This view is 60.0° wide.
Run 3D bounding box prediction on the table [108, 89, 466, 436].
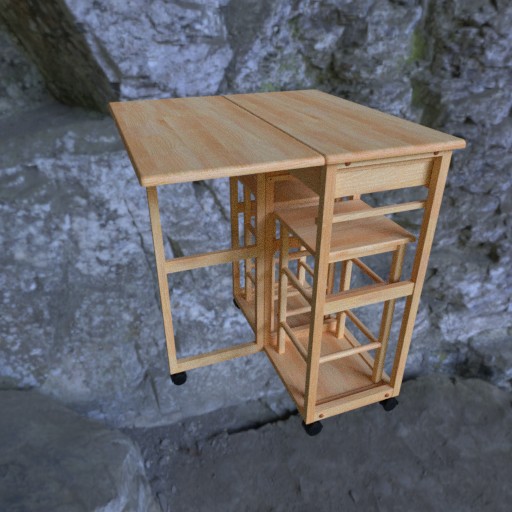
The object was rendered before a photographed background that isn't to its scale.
[{"bbox_3d":[0.000,0.000,1.358,0.693,0.832,0.752,-10,31,-18],"label":"table"}]
